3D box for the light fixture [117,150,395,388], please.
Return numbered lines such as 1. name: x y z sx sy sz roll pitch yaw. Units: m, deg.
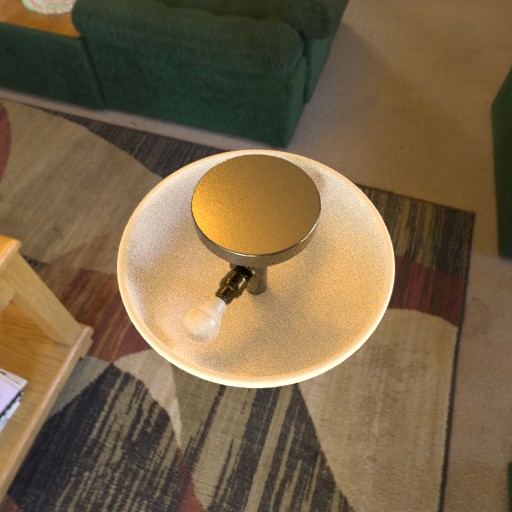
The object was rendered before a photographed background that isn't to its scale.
1. light fixture: 0.000 0.000 0.547 0.330 0.214 0.330 0 58 0
